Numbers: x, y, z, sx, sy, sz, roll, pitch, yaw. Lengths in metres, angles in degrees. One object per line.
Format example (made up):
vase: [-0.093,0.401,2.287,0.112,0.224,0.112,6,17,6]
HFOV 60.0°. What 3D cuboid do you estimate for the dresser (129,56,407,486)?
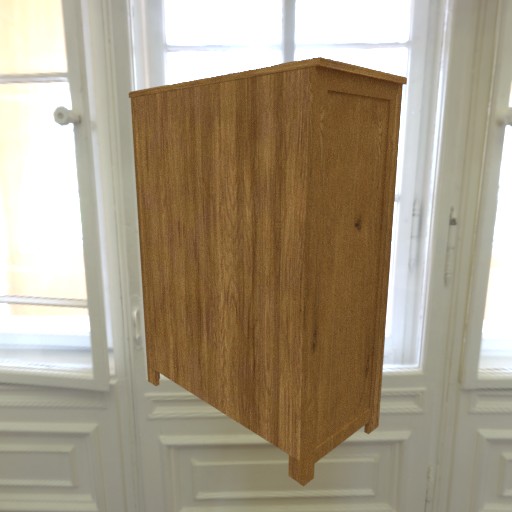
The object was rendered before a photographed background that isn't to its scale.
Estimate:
dresser: [0.000,0.000,1.977,0.558,1.431,1.081,-13,18,-43]
